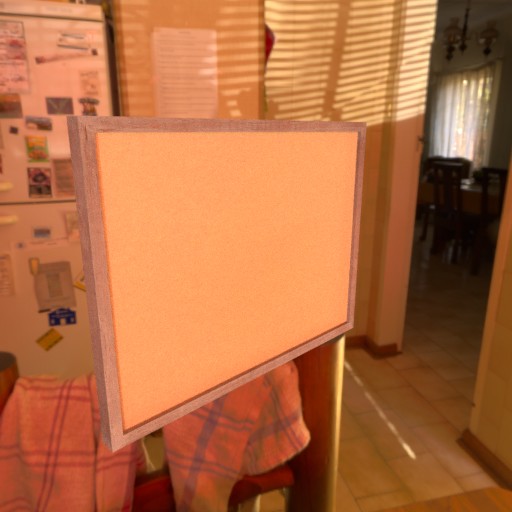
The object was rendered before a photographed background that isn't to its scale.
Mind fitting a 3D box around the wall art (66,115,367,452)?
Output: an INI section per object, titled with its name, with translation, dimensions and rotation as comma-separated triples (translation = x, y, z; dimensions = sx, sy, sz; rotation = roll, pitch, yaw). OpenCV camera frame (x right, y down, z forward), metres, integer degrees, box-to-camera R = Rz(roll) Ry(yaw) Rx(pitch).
[wall art]
translation = 0.000, 0.000, 1.720
dimensions = 1.320, 1.009, 0.070
rotation = -15, 22, -42
